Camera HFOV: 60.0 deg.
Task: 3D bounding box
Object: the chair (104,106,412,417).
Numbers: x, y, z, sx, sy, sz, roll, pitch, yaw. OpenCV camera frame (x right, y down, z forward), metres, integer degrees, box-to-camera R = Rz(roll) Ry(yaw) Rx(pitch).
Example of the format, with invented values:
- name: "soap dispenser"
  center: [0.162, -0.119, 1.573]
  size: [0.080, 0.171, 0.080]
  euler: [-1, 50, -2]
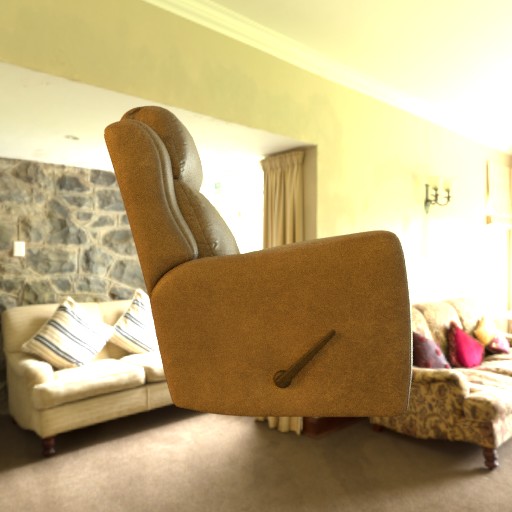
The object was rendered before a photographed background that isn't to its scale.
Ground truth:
- name: "chair"
  center: [0.000, 0.000, 1.917]
  size: [1.068, 1.116, 0.967]
  euler: [0, 0, -1]
